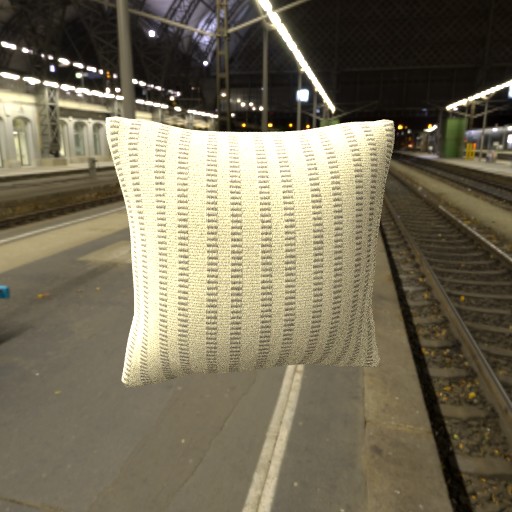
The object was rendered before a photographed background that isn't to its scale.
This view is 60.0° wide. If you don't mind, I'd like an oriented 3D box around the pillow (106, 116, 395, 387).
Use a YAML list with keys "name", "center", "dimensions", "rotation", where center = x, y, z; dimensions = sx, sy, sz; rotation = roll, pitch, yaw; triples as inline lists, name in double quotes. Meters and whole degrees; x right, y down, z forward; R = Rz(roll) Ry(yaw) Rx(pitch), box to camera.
- name: "pillow"
  center: [0.000, 0.000, 0.703]
  dimensions: [0.438, 0.419, 0.247]
  rotation: [-2, 14, -9]
